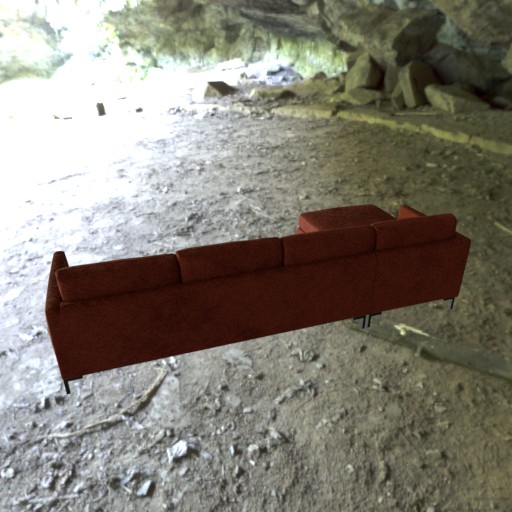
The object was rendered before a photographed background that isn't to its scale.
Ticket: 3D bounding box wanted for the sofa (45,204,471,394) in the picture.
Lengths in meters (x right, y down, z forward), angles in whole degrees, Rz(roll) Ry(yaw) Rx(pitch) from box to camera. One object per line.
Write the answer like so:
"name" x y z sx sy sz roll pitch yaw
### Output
"sofa" 0.000 0.000 2.913 2.467 0.663 1.136 -9 28 -17
